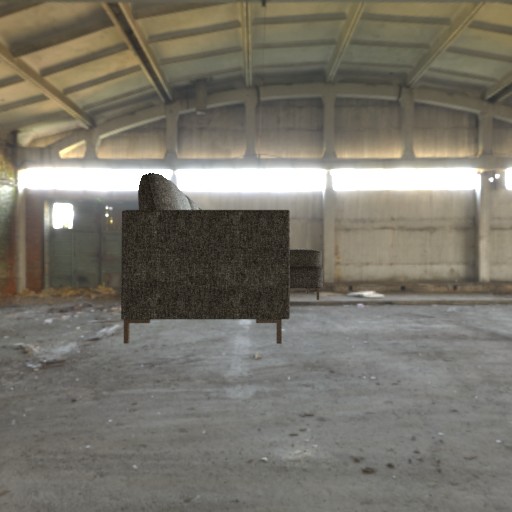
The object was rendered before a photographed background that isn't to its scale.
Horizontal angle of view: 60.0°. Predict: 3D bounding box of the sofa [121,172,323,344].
[{"bbox_3d":[0.000,0.000,4.096,1.488,0.970,3.384,0,0,0],"label":"sofa"}]
